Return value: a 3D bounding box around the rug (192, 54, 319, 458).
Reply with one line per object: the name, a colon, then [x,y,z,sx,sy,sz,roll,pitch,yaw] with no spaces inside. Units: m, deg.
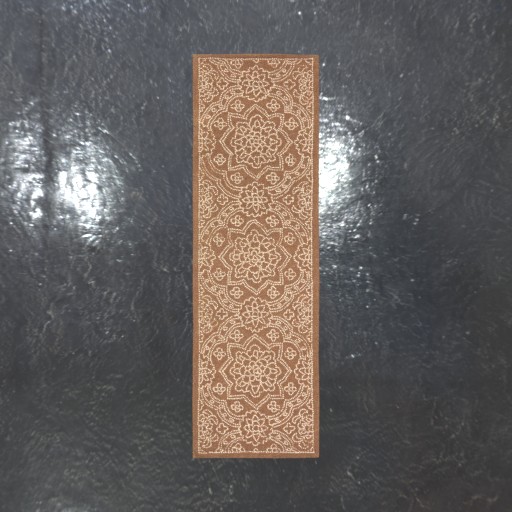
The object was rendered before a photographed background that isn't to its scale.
rug: [0.000,0.000,2.684,0.769,0.012,2.448,0,90,-1]
